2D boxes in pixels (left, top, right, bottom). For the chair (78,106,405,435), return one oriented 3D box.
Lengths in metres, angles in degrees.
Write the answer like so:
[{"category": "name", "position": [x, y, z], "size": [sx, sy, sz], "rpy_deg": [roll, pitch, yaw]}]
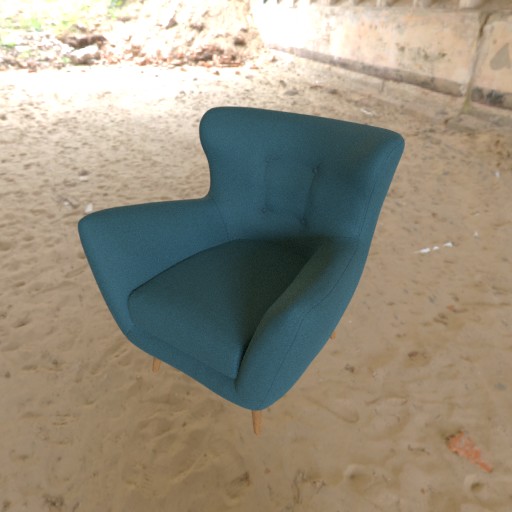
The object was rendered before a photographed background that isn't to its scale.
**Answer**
[{"category": "chair", "position": [0.000, 0.000, 1.622], "size": [0.890, 0.889, 0.889], "rpy_deg": [20, 36, 30]}]
